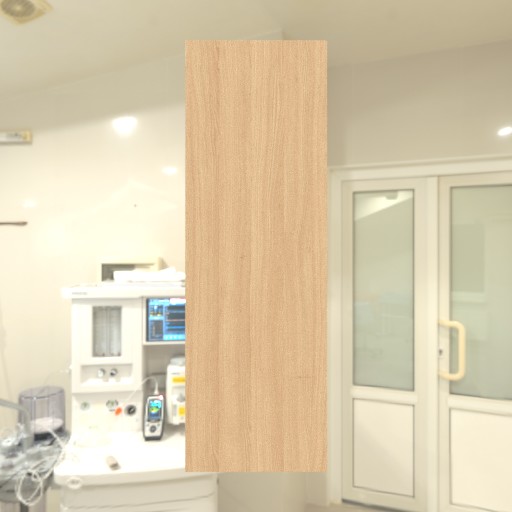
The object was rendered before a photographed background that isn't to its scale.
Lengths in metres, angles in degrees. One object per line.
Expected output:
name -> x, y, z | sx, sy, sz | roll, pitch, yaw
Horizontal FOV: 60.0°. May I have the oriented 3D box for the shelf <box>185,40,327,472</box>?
shelf -> 0.000, 0.000, 1.003 | 0.290, 0.882, 0.197 | 0, 0, 0
